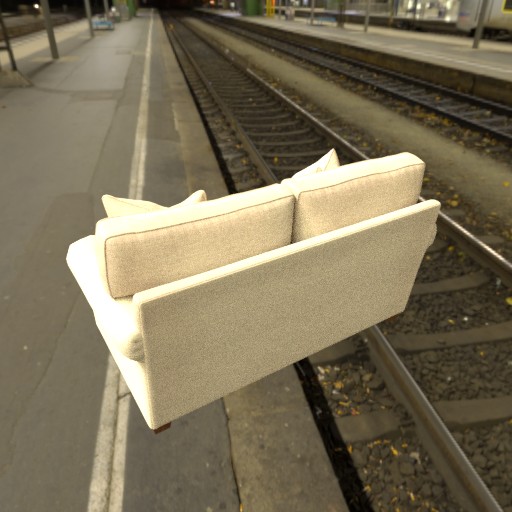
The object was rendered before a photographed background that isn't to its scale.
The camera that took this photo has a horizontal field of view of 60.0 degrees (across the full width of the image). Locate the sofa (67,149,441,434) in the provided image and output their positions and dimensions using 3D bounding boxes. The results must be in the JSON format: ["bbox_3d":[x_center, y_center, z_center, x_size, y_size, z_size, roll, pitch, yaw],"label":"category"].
[{"bbox_3d":[0.000,0.000,2.286,1.701,0.966,0.966,-18,34,-28],"label":"sofa"}]
